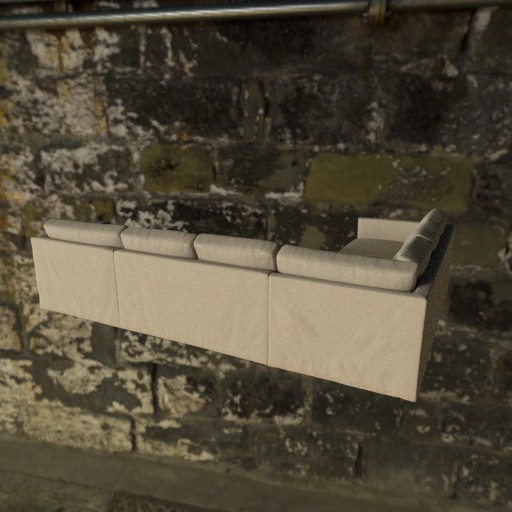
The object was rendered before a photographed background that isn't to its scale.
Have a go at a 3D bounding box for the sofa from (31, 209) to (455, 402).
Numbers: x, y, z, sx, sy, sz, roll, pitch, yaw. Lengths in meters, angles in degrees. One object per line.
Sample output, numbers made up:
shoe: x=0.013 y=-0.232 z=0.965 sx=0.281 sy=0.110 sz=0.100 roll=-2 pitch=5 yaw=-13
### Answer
sofa: x=0.000 y=0.000 z=4.409 sx=3.460 sy=0.882 sz=2.427 roll=8 pitch=17 yaw=26
